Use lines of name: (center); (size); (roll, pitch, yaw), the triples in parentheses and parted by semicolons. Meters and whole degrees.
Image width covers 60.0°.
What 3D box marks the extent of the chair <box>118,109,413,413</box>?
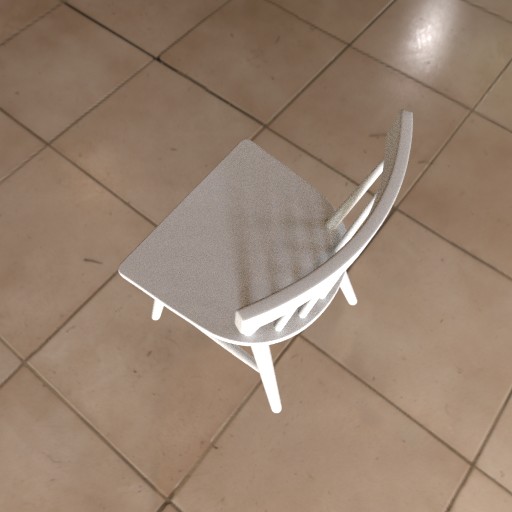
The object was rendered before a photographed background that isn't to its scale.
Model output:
chair: (0.000, 0.000, 1.079); (0.500, 0.787, 0.483); (35, 69, 15)
